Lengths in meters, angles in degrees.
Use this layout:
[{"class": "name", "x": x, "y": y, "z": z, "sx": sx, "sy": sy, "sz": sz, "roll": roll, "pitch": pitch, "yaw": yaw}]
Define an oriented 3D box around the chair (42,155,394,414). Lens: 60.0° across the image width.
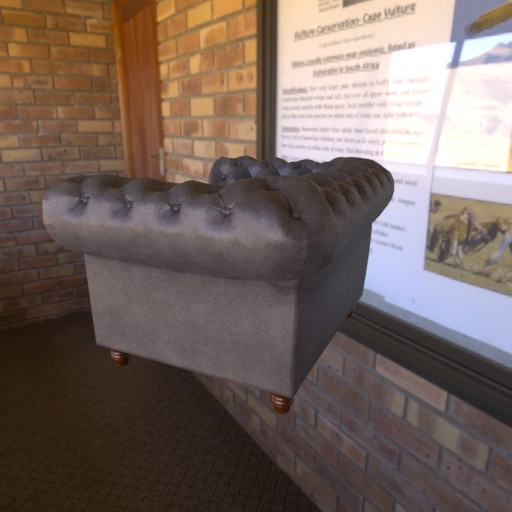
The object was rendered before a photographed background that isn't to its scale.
[{"class": "chair", "x": 0.000, "y": 0.000, "z": 1.860, "sx": 0.943, "sy": 0.780, "sz": 1.298, "roll": 8, "pitch": 18, "yaw": 24}]
